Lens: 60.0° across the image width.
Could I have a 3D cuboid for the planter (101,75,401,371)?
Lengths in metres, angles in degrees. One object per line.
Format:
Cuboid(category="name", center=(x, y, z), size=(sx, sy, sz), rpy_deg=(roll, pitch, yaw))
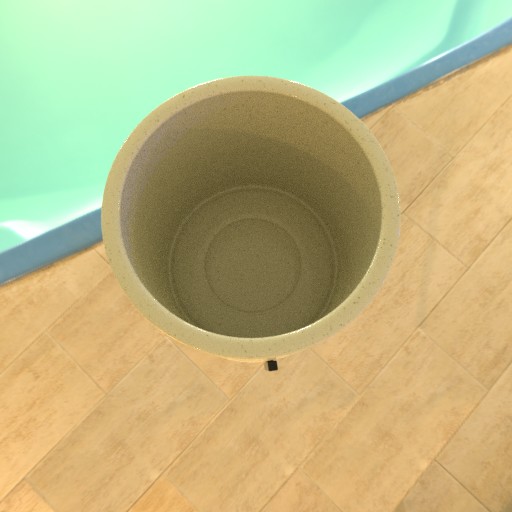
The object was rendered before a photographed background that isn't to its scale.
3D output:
Cuboid(category="planter", center=(0.000, 0.000, 0.336), size=(0.159, 0.230, 0.152), rpy_deg=(-40, 79, -9))
